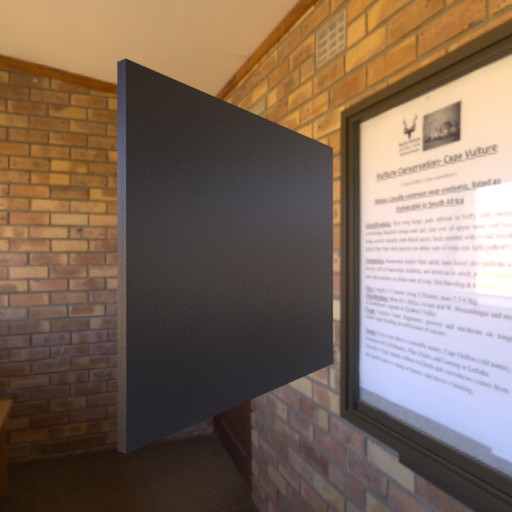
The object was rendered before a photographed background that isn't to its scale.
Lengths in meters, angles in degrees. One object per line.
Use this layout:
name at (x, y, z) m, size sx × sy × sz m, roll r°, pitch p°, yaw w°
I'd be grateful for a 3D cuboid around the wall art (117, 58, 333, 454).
wall art at (0.000, 0.000, 0.528) m, size 0.012 × 0.332 × 0.383 m, roll 0°, pitch 0°, yaw 36°
